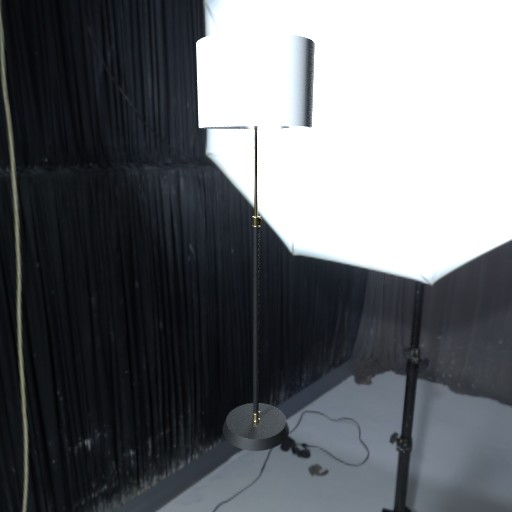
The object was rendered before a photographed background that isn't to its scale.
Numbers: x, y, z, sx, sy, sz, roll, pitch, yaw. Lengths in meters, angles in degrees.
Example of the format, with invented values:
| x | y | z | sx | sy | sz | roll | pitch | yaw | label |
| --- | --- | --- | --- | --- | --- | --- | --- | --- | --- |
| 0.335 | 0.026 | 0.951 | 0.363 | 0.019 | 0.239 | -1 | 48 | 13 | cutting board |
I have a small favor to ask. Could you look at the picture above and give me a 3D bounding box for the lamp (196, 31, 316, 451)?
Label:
| x | y | z | sx | sy | sz | roll | pitch | yaw | label |
| --- | --- | --- | --- | --- | --- | --- | --- | --- | --- |
| 0.000 | 0.000 | 1.699 | 0.404 | 1.517 | 0.404 | 14 | 20 | 42 | lamp |
